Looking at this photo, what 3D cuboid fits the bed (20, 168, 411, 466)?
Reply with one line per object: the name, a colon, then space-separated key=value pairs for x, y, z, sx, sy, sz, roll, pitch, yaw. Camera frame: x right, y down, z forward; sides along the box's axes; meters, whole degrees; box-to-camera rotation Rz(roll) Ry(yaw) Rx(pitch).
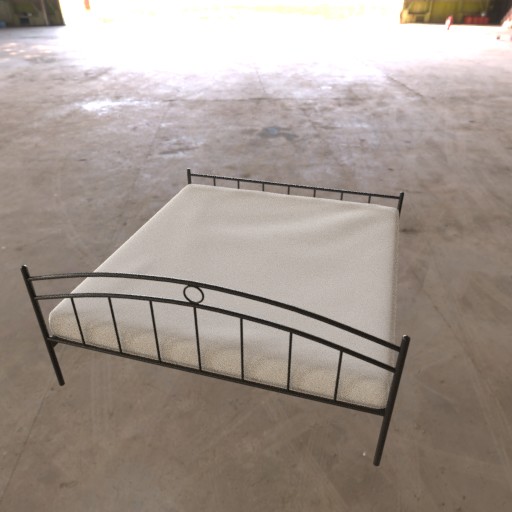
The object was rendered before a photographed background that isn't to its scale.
bed: x=0.000 y=0.000 z=3.020 sx=1.880 sy=0.940 sz=2.040 roll=9 pitch=33 yaw=14
